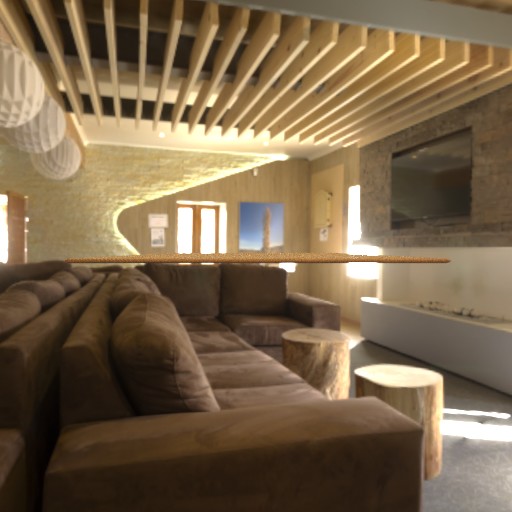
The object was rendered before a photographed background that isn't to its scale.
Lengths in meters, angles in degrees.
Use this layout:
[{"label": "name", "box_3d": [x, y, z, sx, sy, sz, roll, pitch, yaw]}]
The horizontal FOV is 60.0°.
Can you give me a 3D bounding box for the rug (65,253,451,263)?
[{"label": "rug", "box_3d": [0.000, 0.000, 2.054, 1.078, 0.013, 1.678, 0, 1, 0]}]
